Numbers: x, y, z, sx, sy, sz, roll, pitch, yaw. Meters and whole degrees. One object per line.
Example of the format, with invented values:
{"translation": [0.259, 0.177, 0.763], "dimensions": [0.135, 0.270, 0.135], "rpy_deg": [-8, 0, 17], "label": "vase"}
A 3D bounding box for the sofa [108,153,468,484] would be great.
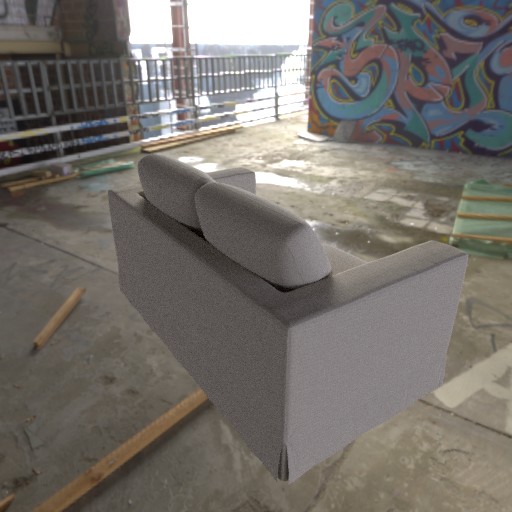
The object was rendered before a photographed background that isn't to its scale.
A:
{"translation": [0.000, 0.000, 2.378], "dimensions": [1.009, 0.932, 1.813], "rpy_deg": [-17, 30, -31], "label": "sofa"}
